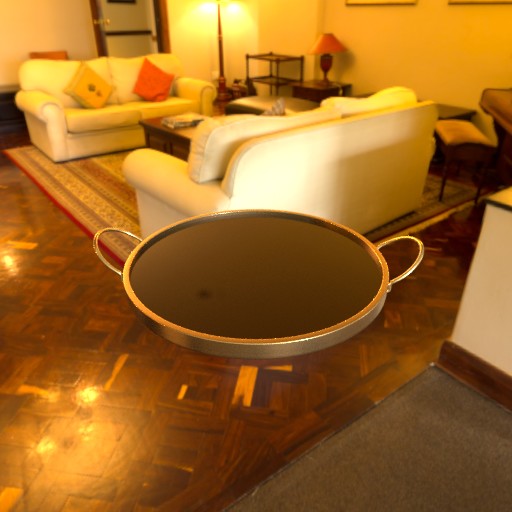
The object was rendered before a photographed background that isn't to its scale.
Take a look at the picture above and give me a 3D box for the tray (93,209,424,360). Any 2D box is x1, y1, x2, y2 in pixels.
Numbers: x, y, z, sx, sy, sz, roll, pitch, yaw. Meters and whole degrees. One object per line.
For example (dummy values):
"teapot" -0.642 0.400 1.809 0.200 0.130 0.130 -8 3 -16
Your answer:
"tray" 0.000 0.000 0.751 0.543 0.069 0.438 2 29 3
